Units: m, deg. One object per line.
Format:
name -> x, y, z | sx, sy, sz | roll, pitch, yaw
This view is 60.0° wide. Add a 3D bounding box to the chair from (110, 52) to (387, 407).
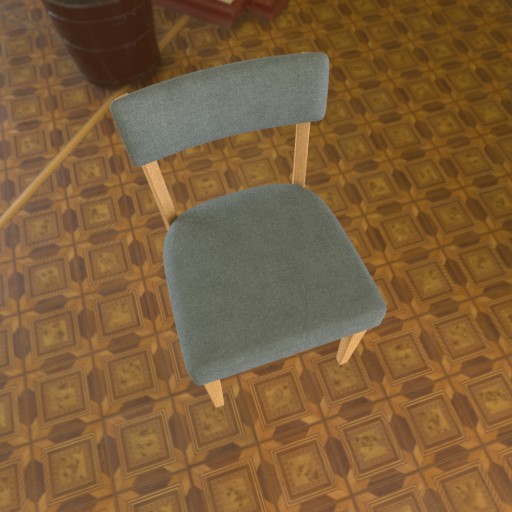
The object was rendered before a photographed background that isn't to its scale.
chair -> 0.000, 0.000, 1.203 | 0.508, 0.832, 0.572 | -17, 64, -8
